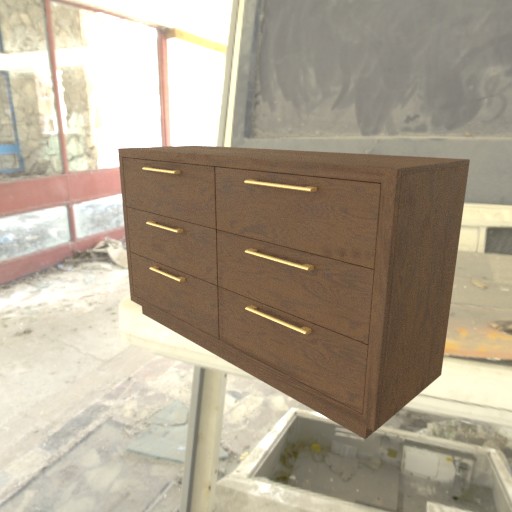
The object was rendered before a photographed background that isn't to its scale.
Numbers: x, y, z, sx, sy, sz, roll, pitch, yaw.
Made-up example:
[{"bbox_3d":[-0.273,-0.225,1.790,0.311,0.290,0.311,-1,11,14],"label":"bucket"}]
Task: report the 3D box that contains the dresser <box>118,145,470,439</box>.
[{"bbox_3d":[0.000,0.000,1.957,0.512,0.889,1.523,-15,22,-42],"label":"dresser"}]
